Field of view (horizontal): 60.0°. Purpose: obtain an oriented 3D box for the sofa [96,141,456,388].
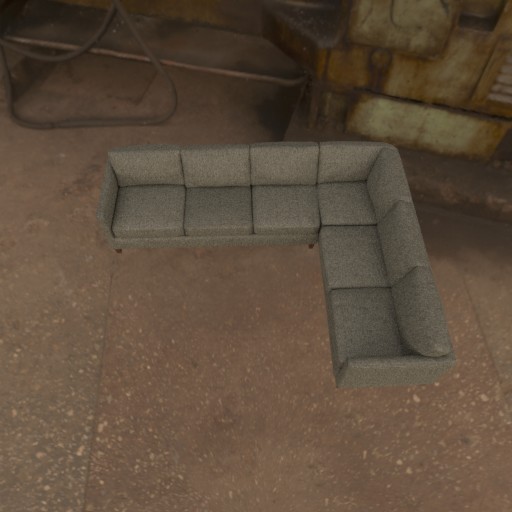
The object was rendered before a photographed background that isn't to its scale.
[{"bbox_3d":[0.000,0.000,4.537,3.302,0.947,2.593,-1,58,-1],"label":"sofa"}]
